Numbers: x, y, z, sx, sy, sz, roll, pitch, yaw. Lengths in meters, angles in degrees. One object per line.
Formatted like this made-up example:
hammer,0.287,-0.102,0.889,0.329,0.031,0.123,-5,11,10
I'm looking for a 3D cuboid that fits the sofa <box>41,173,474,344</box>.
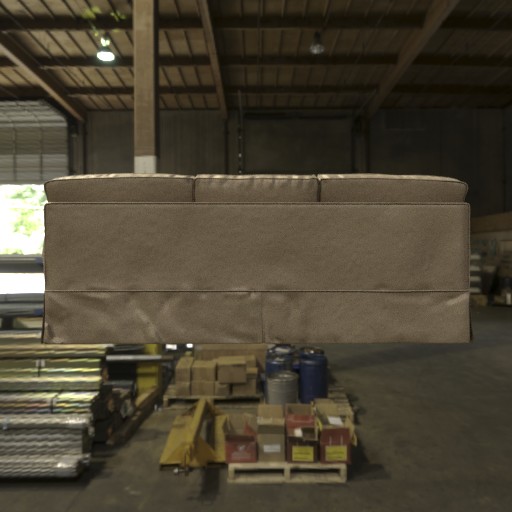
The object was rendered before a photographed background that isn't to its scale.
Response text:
sofa,0.000,0.000,3.308,2.475,0.978,1.733,0,0,-1
